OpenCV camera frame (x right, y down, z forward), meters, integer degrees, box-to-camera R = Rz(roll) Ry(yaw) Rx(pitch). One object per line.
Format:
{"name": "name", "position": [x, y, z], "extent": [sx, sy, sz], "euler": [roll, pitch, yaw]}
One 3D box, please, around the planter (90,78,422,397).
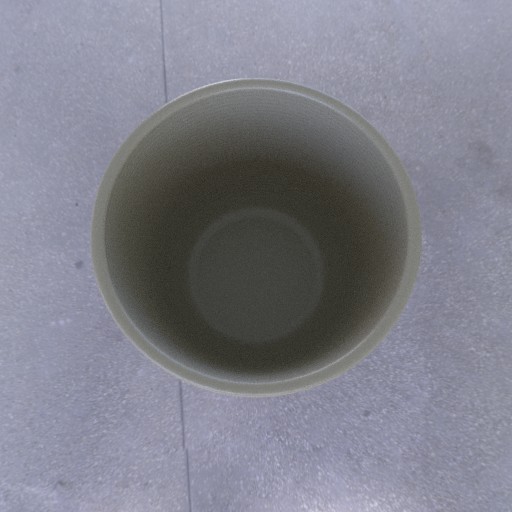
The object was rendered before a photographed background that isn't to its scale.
{"name": "planter", "position": [0.000, 0.000, 0.217], "extent": [0.124, 0.109, 0.124], "euler": [0, 77, 0]}
